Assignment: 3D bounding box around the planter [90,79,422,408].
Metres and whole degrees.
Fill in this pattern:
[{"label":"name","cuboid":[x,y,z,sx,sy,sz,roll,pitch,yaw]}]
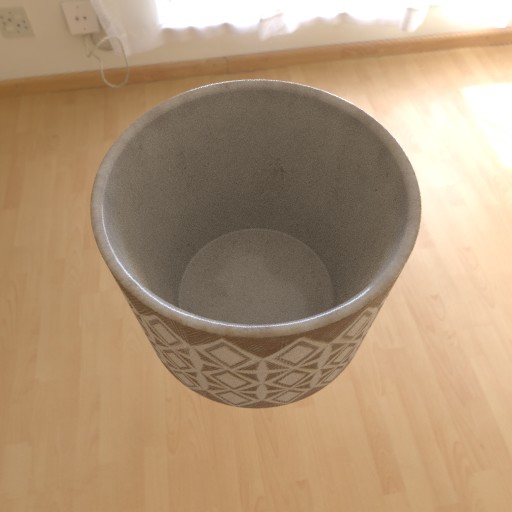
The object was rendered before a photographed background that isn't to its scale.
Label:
[{"label":"planter","cuboid":[0.000,0.000,0.332,0.193,0.165,0.193,0,58,0]}]
